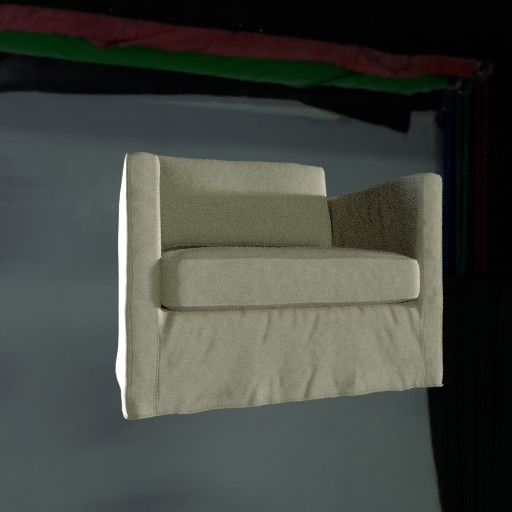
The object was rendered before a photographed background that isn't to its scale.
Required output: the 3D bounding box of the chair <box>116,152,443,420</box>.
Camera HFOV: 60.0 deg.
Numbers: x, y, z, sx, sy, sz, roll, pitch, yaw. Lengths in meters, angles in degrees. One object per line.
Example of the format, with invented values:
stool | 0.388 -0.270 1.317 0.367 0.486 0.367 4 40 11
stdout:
chair | 0.000 0.000 1.755 1.057 0.867 0.949 0 0 -18
